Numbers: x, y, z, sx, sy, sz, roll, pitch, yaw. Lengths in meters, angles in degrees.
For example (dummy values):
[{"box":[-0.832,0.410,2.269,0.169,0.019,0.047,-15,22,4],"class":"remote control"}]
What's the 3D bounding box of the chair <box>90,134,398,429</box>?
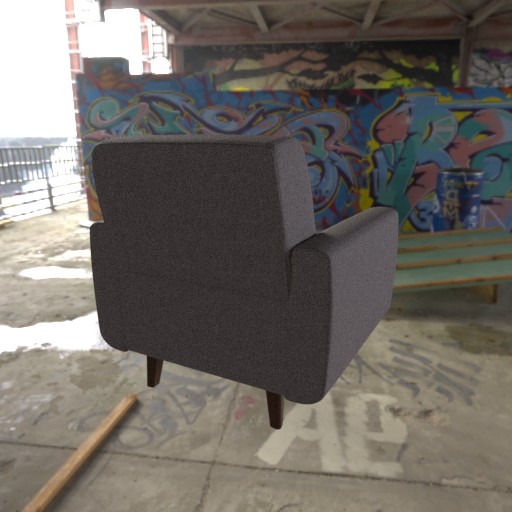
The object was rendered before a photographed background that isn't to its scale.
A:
[{"box":[0.000,0.000,1.589,0.831,0.839,0.907,8,17,27],"class":"chair"}]
